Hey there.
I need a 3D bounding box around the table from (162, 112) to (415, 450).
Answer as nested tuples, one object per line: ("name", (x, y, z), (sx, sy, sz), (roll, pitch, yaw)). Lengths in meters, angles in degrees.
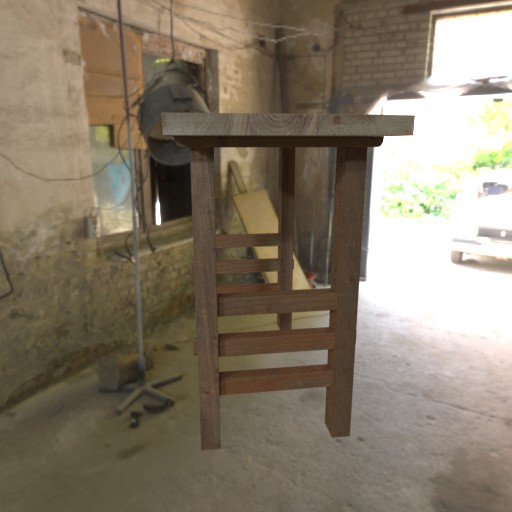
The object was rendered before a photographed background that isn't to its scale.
("table", (0.000, 0.000, 1.598), (0.556, 0.914, 1.119), (-2, 15, -8))
